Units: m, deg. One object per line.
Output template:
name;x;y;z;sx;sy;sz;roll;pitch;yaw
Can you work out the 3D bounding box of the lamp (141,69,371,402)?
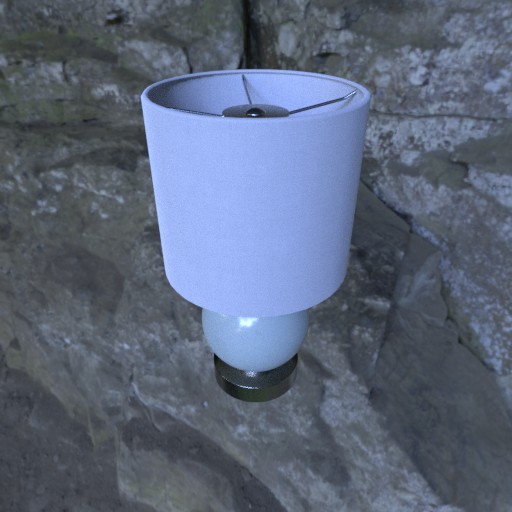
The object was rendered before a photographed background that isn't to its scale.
lamp;0.000;0.000;0.490;0.201;0.353;0.201;-23;39;-32
